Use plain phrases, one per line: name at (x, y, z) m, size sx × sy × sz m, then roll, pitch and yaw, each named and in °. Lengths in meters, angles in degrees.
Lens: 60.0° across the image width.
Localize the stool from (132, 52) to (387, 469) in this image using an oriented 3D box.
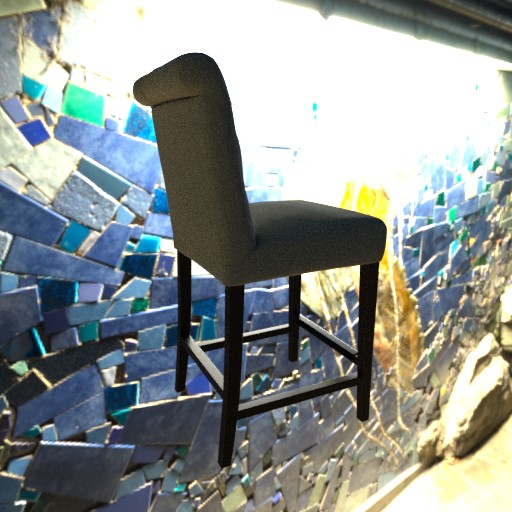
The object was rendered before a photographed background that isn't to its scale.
stool at (0.000, 0.000, 1.342) m, size 0.601 × 1.040 × 0.493 m, roll -7°, pitch 16°, yaw -25°
